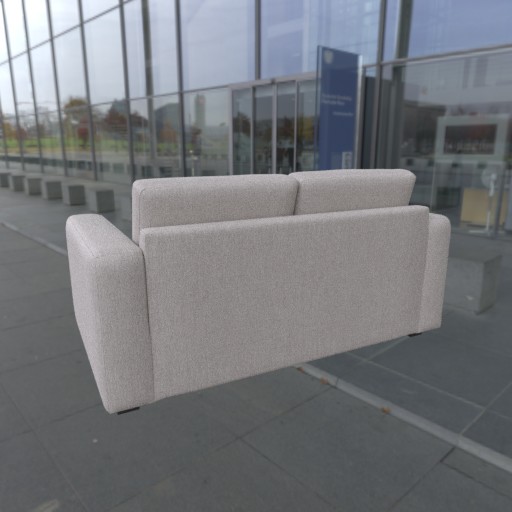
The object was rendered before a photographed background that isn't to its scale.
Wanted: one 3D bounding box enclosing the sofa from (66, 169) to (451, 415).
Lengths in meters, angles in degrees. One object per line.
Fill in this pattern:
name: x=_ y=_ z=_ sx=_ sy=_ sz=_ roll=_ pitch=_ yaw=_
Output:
sofa: x=0.000 y=0.000 z=2.044 sx=1.540 sy=0.800 sz=0.900 roll=-7 pitch=16 yaw=-26
